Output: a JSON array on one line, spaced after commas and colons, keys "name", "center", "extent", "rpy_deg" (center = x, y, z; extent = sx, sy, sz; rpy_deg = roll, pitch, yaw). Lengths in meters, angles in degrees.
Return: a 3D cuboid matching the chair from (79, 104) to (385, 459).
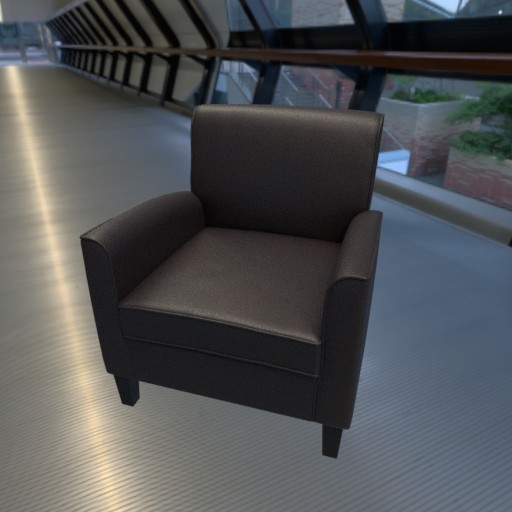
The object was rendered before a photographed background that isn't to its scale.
[{"name": "chair", "center": [0.000, 0.000, 1.562], "extent": [0.820, 0.916, 0.819], "rpy_deg": [8, 28, 16]}]
